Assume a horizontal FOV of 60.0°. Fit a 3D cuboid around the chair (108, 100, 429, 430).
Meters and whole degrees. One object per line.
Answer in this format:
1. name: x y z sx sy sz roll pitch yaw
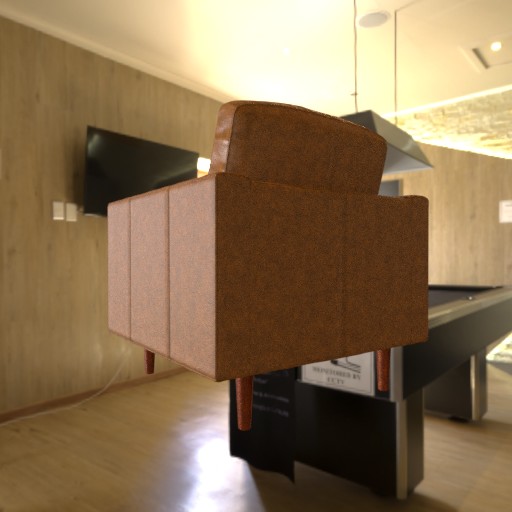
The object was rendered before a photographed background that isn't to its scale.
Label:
1. chair: 0.000 0.000 1.708 0.890 0.956 0.909 0 1 -35
